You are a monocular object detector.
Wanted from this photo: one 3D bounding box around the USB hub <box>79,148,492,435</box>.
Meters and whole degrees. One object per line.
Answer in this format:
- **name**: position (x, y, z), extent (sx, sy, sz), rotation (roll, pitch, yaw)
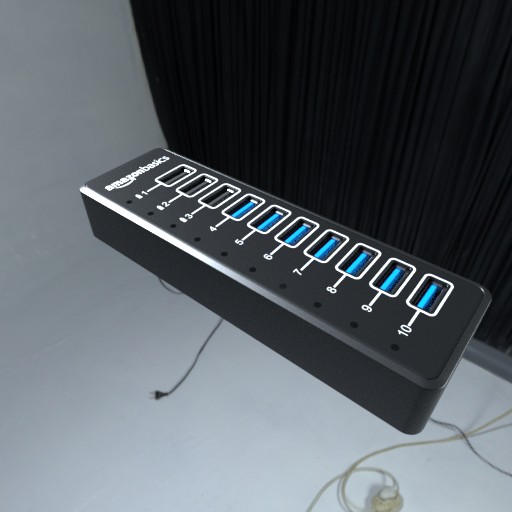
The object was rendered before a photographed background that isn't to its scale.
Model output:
- **USB hub**: position (0.000, 0.000, 0.158), extent (0.145, 0.023, 0.044), rotation (28, 48, 28)
